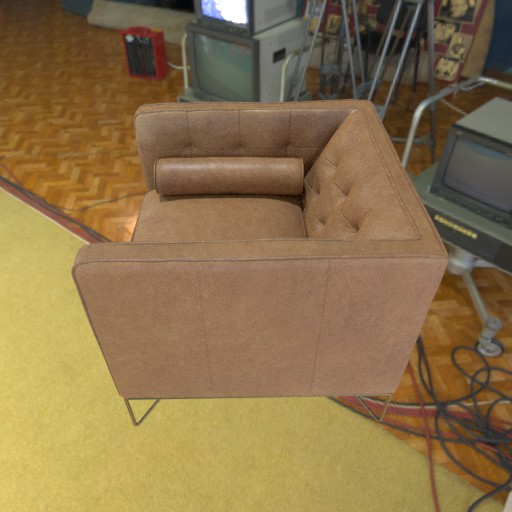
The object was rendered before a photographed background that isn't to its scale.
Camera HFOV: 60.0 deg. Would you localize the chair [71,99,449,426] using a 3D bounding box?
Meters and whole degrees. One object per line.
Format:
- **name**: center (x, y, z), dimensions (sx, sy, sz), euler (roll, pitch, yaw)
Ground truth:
- **chair**: center (0.000, 0.000, 1.616), dimensions (0.912, 0.797, 0.920), euler (-1, 42, -1)
